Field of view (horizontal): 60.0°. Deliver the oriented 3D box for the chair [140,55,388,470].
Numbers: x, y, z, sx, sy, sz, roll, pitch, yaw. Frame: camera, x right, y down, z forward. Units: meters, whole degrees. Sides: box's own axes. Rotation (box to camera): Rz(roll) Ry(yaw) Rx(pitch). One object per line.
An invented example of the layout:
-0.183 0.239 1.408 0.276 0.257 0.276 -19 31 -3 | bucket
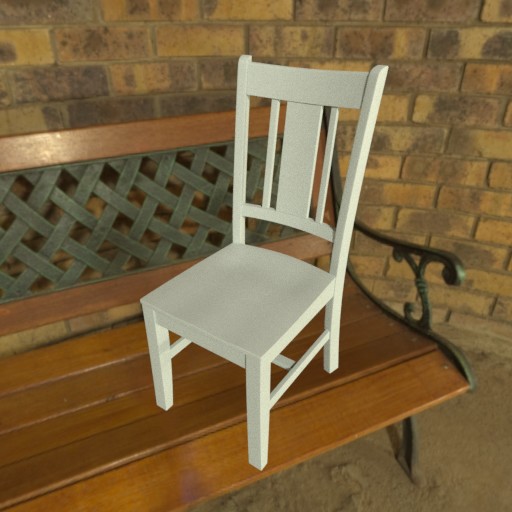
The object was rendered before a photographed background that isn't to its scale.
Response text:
0.000 0.000 1.280 0.450 0.998 0.555 19 35 30 | chair
